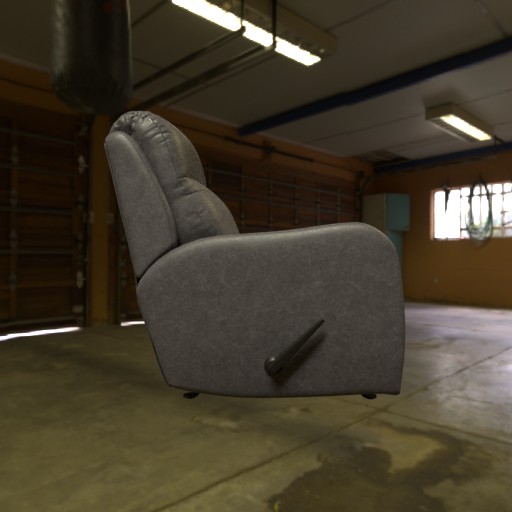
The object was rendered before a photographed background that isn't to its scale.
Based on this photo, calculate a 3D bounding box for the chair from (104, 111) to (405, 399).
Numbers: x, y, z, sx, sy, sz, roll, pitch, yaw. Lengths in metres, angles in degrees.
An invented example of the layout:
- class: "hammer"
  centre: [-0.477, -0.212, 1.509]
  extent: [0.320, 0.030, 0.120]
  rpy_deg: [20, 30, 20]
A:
- class: "chair"
  centre: [0.000, 0.000, 1.859]
  extent: [1.067, 1.067, 0.865]
  rpy_deg: [0, -1, 1]
